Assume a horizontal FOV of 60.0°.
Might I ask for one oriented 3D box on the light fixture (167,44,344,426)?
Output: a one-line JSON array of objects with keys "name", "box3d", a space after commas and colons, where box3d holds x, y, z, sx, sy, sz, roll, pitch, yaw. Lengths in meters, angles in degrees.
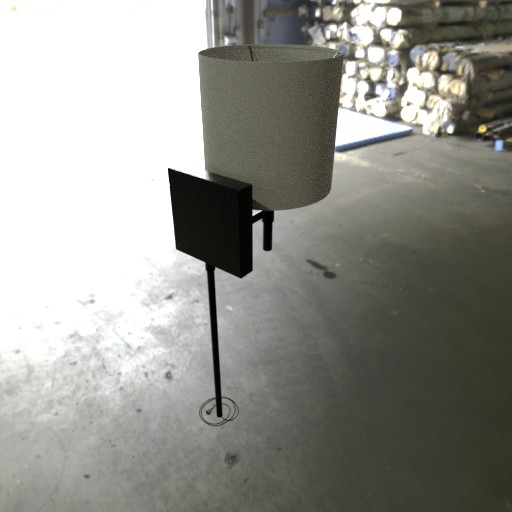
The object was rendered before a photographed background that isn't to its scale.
[{"name": "light fixture", "box3d": [0.000, 0.000, 0.706, 0.188, 0.589, 0.248, 22, 37, 32]}]
